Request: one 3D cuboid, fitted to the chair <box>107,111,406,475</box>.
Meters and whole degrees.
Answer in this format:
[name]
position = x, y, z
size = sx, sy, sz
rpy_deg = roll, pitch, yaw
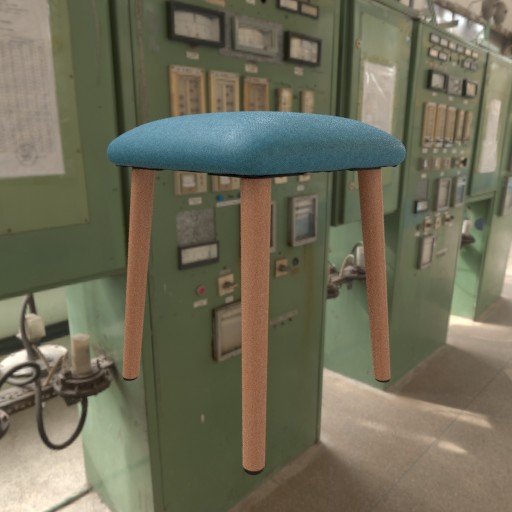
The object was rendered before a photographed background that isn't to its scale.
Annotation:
[chair]
position = 0.000, 0.000, 0.733
size = 0.360, 0.450, 0.360
rpy_deg = -14, 20, -42
